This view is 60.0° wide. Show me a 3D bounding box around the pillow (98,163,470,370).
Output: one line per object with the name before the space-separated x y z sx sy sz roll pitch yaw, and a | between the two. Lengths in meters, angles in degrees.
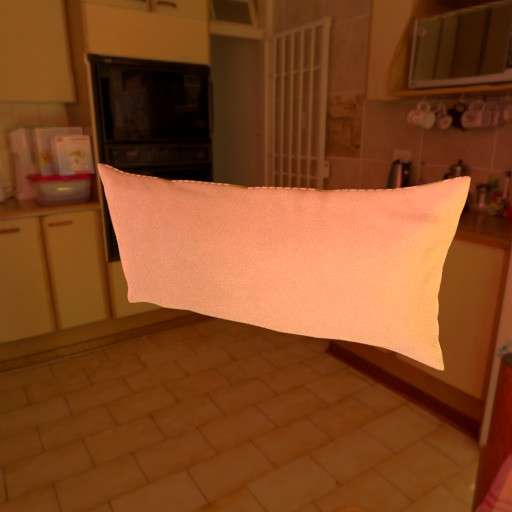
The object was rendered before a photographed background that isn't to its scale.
pillow | 0.000 0.000 0.731 0.608 0.292 0.156 8 18 25
